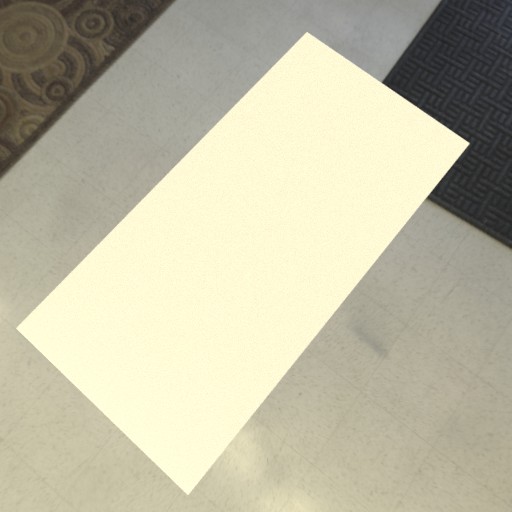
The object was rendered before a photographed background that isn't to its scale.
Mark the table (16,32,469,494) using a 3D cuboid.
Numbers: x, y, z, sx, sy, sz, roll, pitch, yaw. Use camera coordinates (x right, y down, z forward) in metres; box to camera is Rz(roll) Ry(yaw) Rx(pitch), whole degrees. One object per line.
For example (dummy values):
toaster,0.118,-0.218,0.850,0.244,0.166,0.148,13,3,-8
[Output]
table,0.000,0.000,1.218,0.500,0.440,1.000,39,78,10
